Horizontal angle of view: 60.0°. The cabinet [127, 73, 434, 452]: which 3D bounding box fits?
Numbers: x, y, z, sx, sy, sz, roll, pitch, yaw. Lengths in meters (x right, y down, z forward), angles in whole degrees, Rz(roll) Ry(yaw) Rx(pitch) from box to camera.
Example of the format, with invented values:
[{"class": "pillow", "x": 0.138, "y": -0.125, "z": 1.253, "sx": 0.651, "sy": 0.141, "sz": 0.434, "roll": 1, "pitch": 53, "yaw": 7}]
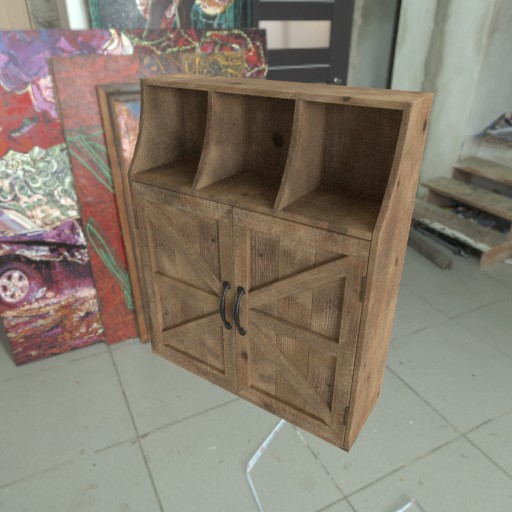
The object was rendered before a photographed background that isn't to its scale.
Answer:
[{"class": "cabinet", "x": 0.000, "y": 0.000, "z": 0.824, "sx": 0.489, "sy": 0.590, "sz": 0.184, "roll": 17, "pitch": 33, "yaw": 29}]
